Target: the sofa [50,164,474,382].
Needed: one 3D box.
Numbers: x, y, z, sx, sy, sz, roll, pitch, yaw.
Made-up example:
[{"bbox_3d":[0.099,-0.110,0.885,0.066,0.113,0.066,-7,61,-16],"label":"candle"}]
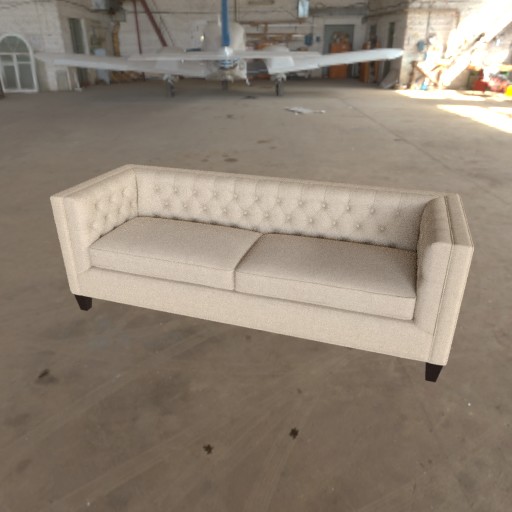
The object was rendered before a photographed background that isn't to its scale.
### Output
[{"bbox_3d":[0.000,0.000,2.629,2.159,0.762,0.775,8,27,16],"label":"sofa"}]
